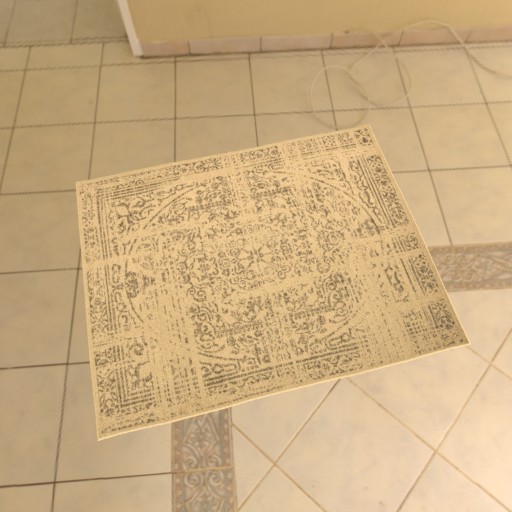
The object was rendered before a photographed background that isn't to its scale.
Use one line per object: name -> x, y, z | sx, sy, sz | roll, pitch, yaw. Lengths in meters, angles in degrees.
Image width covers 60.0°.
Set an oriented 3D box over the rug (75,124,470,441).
rug -> 0.000, 0.000, 3.801 | 2.921, 0.032, 2.311 | -13, 65, -6
